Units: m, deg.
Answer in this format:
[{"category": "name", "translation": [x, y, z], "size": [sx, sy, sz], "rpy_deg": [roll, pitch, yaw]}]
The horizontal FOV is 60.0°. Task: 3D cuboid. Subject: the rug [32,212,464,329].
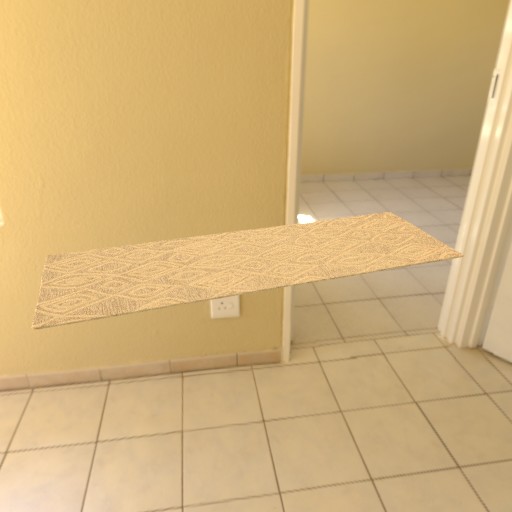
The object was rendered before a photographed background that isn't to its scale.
[{"category": "rug", "translation": [0.000, 0.000, 2.711], "size": [2.436, 0.013, 0.807], "rpy_deg": [-8, 27, -16]}]
